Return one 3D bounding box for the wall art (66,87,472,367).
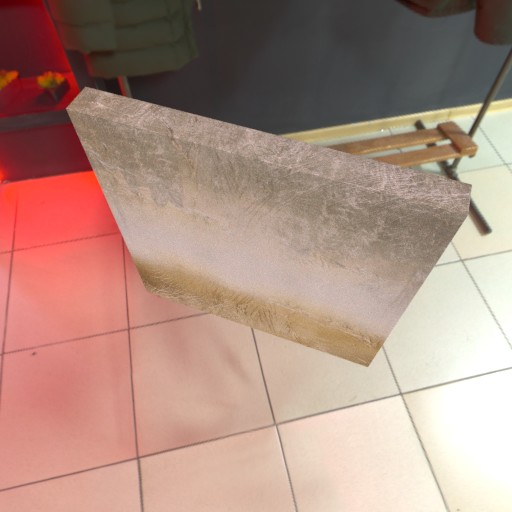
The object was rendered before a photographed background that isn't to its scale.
[{"bbox_3d":[0.000,0.000,0.603,0.405,0.407,0.038,17,59,11],"label":"wall art"}]
